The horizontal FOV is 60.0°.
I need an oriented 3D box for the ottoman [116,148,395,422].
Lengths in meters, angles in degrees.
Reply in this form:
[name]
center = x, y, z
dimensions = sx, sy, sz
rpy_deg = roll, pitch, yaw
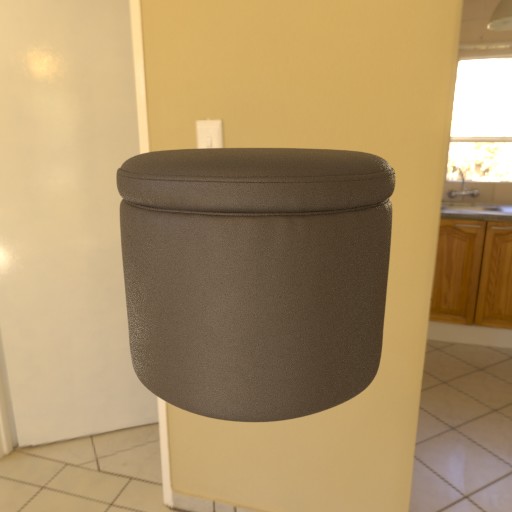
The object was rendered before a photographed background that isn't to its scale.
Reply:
[ottoman]
center = 0.000, 0.000, 0.867
dimensions = 0.500, 0.409, 0.500
rpy_deg = 0, 15, 0
